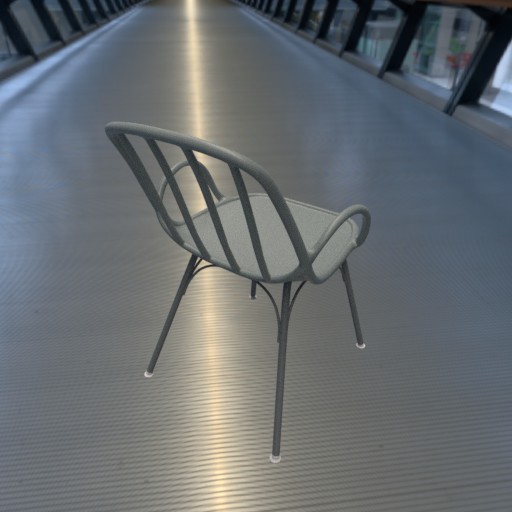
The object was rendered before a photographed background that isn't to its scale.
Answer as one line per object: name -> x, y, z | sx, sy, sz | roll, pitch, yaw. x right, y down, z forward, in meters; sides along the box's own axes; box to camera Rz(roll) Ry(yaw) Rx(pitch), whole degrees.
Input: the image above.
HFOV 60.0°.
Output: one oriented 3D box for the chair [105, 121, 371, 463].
chair -> 0.000, 0.000, 1.219 | 0.549, 0.816, 0.597 | 21, 37, 31
